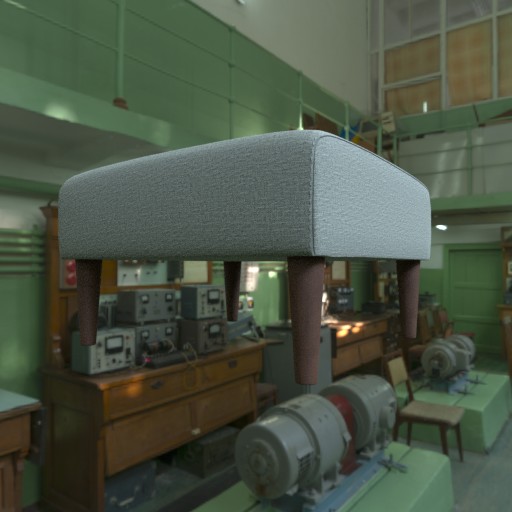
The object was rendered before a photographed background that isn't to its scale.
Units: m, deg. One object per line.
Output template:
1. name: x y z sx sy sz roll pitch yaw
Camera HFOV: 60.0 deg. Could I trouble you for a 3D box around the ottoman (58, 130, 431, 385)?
1. ottoman: 0.000 0.000 1.042 0.650 0.398 0.649 -1 -2 35
